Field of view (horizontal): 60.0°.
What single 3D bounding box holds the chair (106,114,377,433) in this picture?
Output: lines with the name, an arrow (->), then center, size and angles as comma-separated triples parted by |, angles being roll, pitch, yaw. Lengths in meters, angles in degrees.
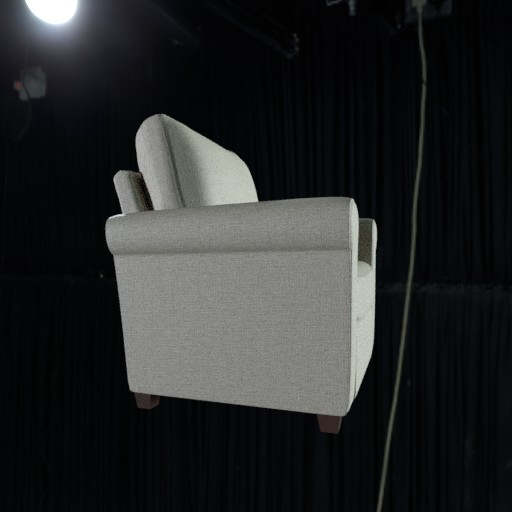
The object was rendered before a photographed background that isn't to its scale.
chair -> 0.000, 0.000, 2.355 | 1.180, 1.349, 1.275 | 0, 0, 19
